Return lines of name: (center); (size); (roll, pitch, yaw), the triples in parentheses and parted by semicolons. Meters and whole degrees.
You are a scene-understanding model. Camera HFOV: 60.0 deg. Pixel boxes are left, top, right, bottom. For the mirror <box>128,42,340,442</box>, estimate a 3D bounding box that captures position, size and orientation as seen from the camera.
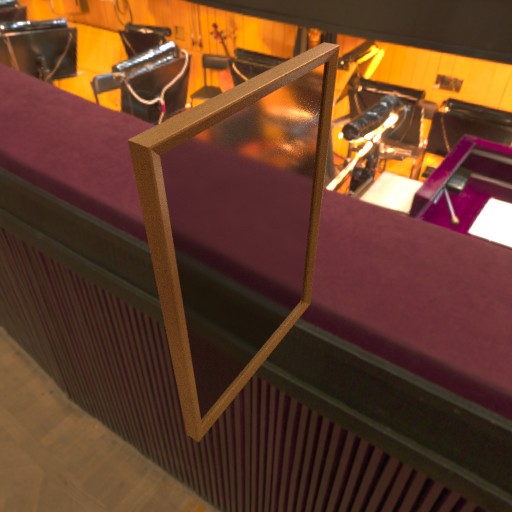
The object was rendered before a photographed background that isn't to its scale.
mirror: (0.000, 0.000, 0.918); (0.039, 0.710, 0.507); (24, 46, 25)
